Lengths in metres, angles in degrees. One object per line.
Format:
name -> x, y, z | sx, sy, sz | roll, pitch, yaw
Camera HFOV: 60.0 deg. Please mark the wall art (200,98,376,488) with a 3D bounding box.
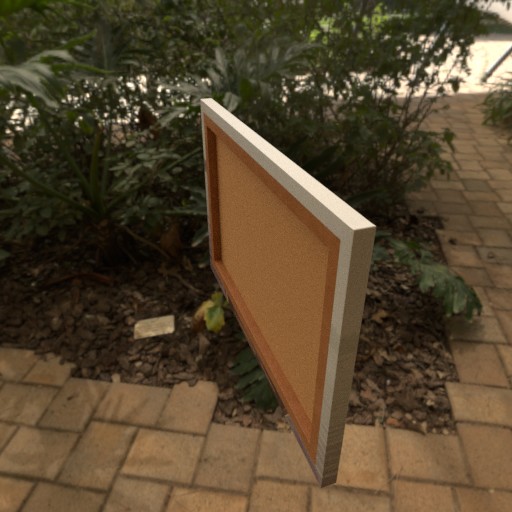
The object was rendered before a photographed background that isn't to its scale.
wall art -> 0.000, 0.000, 1.144 | 0.037, 0.609, 0.916 | -10, 32, -17
